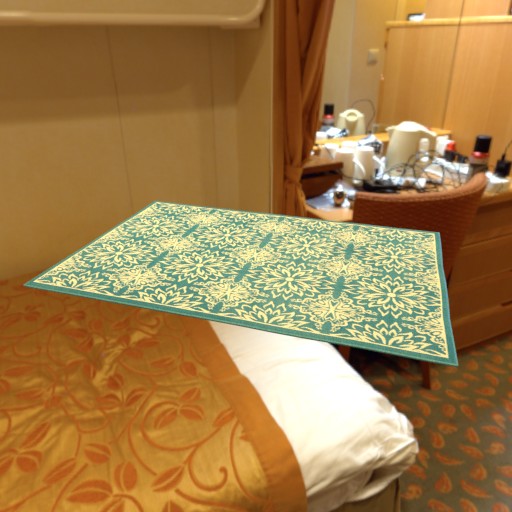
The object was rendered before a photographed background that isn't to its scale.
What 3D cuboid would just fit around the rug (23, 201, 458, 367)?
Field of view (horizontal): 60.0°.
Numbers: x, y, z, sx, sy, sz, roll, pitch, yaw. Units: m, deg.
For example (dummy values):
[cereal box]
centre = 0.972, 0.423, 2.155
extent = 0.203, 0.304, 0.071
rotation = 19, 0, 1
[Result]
[rug]
centre = 0.000, 0.000, 3.444
extent = 2.769, 0.018, 1.830
rotation = 8, 27, 16
